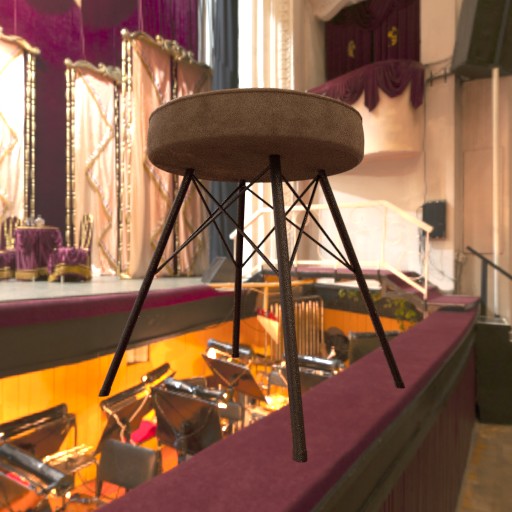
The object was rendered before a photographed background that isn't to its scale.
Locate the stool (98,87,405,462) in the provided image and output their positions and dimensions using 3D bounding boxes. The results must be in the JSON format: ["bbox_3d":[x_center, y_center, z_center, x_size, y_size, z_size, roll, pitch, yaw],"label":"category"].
[{"bbox_3d":[0.000,0.000,0.874,0.457,0.538,0.423,0,1,37],"label":"stool"}]
